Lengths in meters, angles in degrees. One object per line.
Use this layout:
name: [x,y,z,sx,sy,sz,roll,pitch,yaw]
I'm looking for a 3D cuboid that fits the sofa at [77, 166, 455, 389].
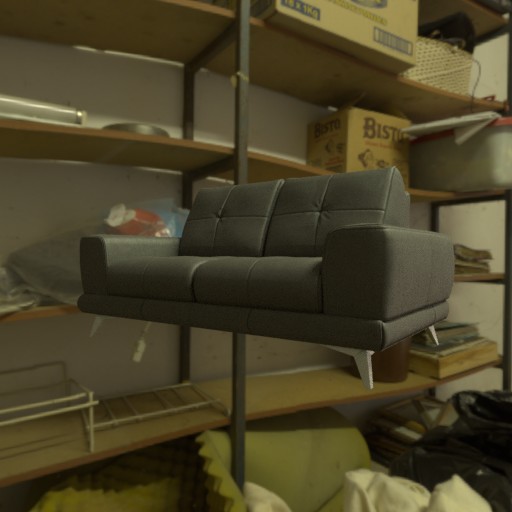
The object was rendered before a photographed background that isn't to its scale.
sofa: [0.000,0.000,2.369,1.806,0.907,1.018,0,0,36]
